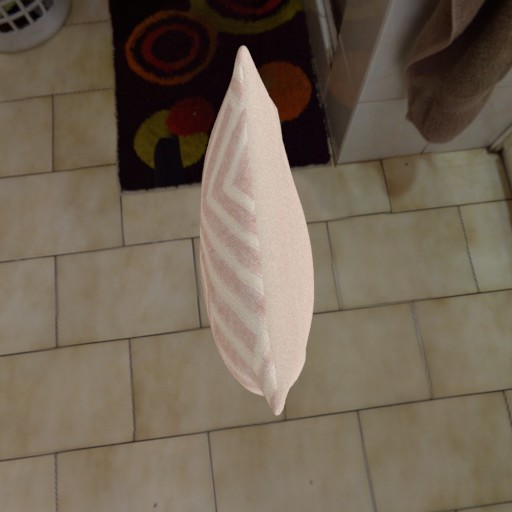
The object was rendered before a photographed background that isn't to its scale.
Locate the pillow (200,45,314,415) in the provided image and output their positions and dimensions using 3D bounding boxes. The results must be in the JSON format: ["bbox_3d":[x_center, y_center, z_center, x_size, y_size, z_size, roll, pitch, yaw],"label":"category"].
[{"bbox_3d":[0.000,0.000,0.696,0.182,0.441,0.440,-5,75,-1],"label":"pillow"}]
